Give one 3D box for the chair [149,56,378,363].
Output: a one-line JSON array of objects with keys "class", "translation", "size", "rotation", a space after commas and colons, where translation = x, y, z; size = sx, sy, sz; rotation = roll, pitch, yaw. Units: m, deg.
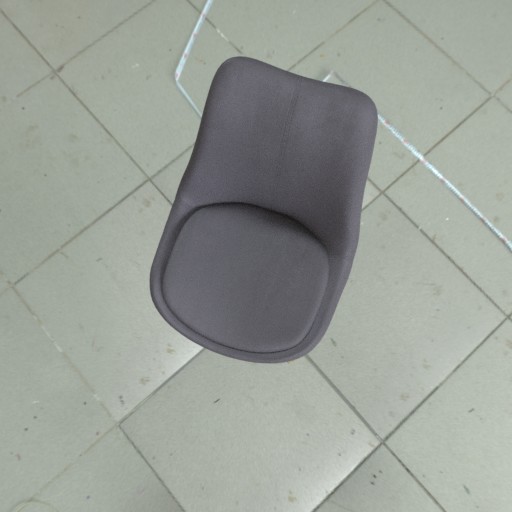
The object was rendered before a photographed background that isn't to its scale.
[{"class": "chair", "translation": [0.000, 0.000, 1.192], "size": [0.483, 0.865, 0.547], "rotation": [19, 77, 4]}]
